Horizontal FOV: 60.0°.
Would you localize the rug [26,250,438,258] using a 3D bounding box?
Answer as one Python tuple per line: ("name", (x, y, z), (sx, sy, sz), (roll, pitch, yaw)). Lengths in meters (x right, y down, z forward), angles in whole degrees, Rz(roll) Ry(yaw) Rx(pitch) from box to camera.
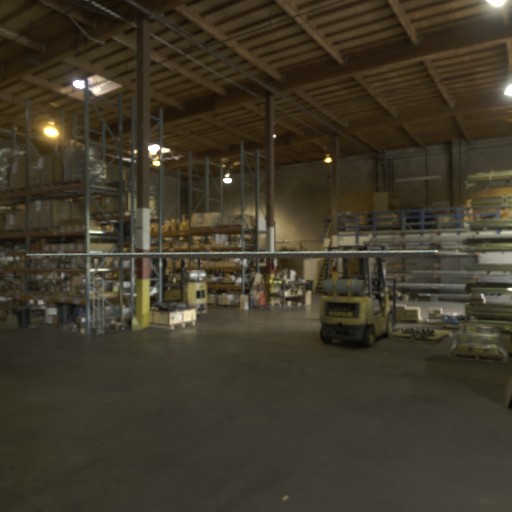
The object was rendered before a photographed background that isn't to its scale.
("rug", (0.000, 0.000, 4.193), (3.056, 0.013, 2.441), (0, -1, 19))
